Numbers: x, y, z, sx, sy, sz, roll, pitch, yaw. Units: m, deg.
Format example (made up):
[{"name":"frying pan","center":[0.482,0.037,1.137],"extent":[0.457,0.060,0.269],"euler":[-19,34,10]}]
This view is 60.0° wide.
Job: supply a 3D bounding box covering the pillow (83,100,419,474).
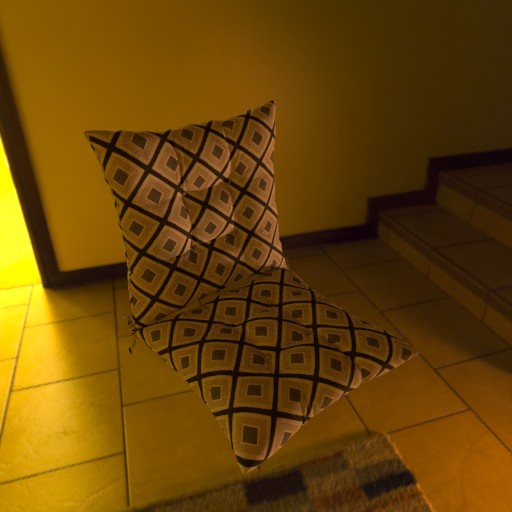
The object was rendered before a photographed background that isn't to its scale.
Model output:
[{"name":"pillow","center":[0.000,0.000,0.983],"extent":[0.541,0.536,0.585],"euler":[-21,36,-32]}]
